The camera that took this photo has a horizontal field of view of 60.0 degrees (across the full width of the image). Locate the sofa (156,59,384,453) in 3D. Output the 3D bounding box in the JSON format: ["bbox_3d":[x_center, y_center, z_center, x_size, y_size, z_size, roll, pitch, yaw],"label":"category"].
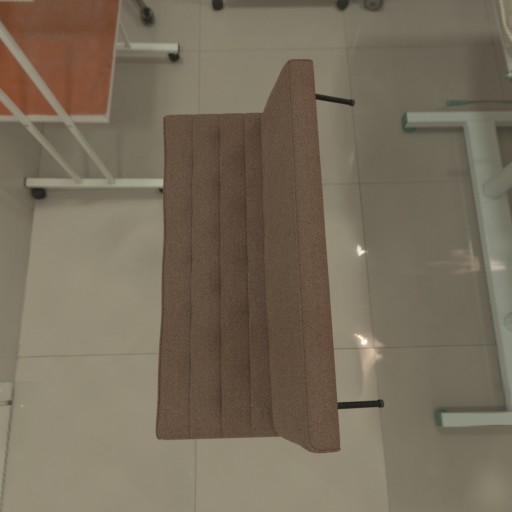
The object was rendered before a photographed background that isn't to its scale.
[{"bbox_3d":[0.000,0.000,2.321,1.038,0.810,1.820,-2,75,0],"label":"sofa"}]
